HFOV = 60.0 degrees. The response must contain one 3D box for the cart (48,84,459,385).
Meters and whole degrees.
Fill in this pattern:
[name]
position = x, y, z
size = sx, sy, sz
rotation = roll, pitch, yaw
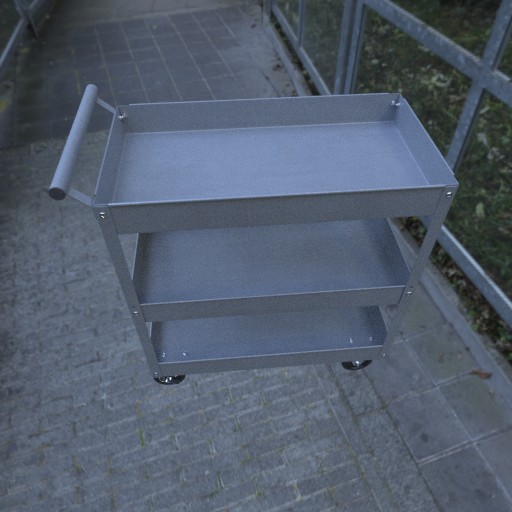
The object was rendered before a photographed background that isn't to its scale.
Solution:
[cart]
position = 0.000, 0.000, 1.151
size = 0.719, 0.780, 0.366
rotation = -4, 47, -3
